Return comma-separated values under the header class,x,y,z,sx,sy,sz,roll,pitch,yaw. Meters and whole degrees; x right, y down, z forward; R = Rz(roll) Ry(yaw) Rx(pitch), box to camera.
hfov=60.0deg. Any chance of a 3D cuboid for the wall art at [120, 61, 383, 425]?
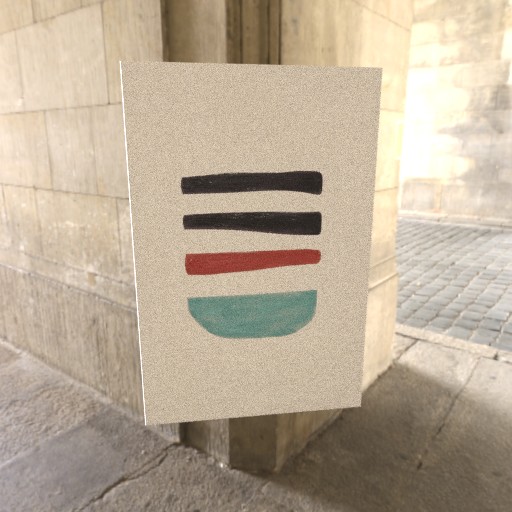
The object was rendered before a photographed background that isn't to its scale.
class,x,y,z,sx,sy,sz,roll,pitch,yaw
wall art,0.000,0.000,1.140,0.607,0.912,0.038,-2,14,-8
